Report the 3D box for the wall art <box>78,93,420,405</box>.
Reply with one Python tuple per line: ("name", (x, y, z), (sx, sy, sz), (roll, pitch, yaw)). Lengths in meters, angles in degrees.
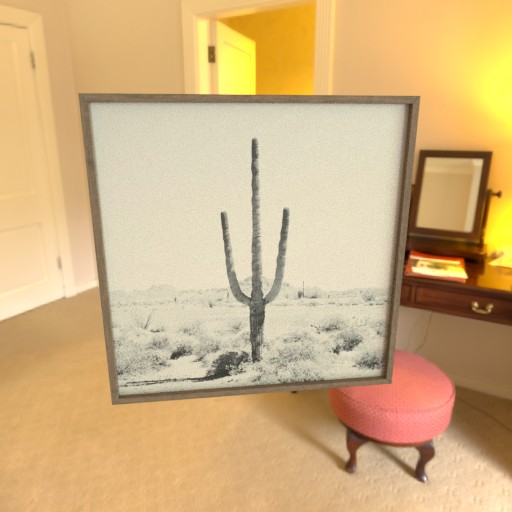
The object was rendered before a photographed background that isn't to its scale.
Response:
("wall art", (0.000, 0.000, 0.745), (0.508, 0.508, 0.038), (-2, 17, -7))
